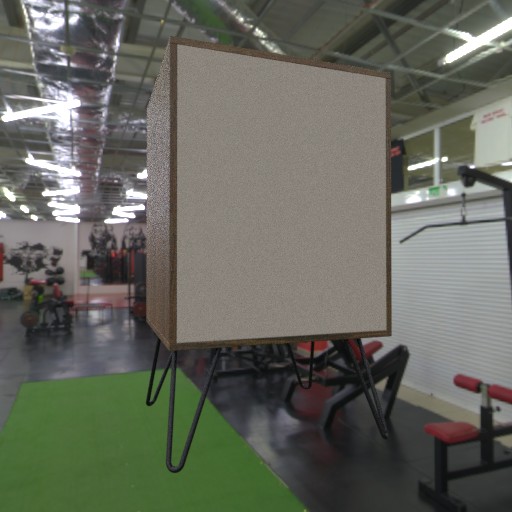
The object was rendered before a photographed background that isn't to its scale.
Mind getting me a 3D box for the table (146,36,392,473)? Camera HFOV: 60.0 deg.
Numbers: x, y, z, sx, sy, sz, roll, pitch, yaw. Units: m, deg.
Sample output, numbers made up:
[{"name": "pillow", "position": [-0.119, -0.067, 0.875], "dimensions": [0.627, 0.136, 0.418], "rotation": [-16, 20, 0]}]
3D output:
[{"name": "table", "position": [0.000, 0.000, 1.170], "dimensions": [0.526, 0.866, 0.457], "rotation": [0, -1, -19]}]
